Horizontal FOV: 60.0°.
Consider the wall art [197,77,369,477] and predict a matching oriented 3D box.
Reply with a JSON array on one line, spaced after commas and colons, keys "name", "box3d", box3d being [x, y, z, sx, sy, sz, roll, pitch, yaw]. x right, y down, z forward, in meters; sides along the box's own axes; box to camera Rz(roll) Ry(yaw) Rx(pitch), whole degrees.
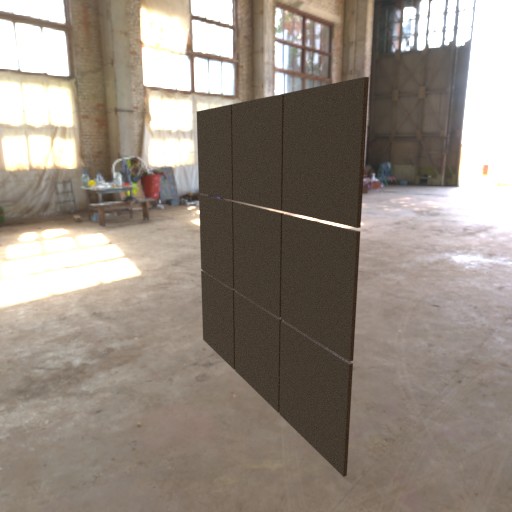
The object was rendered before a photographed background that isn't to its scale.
[{"name": "wall art", "box3d": [0.000, 0.000, 1.818, 0.013, 1.216, 1.216, -7, 15, -28]}]
